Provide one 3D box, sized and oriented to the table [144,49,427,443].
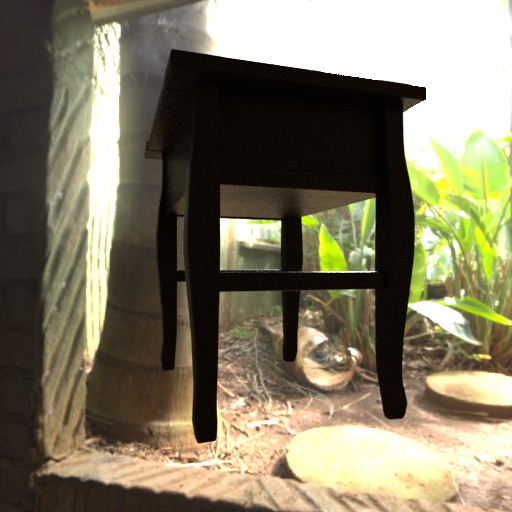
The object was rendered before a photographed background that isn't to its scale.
[{"bbox_3d":[0.000,0.000,1.011,0.460,0.605,0.602,0,-1,-18],"label":"table"}]
